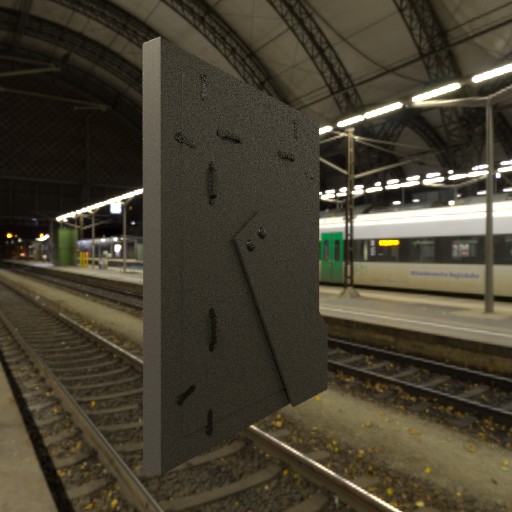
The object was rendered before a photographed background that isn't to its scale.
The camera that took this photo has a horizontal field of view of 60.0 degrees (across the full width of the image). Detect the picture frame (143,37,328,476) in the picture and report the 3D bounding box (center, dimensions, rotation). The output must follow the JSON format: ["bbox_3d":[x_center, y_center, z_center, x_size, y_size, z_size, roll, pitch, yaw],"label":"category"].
[{"bbox_3d":[0.000,0.000,0.515,0.036,0.383,0.307,0,1,35],"label":"picture frame"}]
